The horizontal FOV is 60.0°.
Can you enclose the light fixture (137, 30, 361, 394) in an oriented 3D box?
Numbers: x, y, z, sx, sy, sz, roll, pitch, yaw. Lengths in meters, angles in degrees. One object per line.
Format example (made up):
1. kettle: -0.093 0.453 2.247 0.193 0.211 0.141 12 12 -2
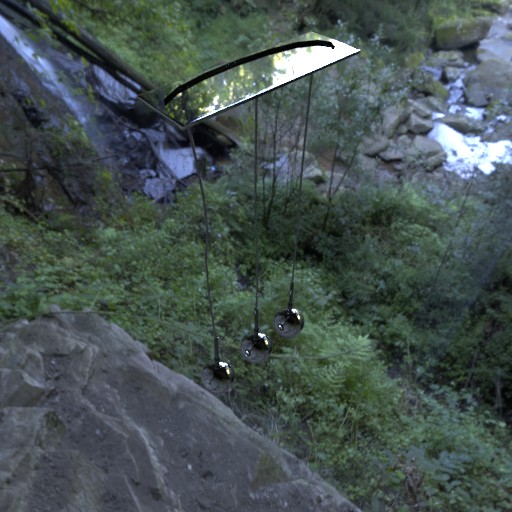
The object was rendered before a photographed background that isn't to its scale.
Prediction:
1. light fixture: 0.000 0.000 1.668 0.623 1.408 0.188 -33 55 -27
